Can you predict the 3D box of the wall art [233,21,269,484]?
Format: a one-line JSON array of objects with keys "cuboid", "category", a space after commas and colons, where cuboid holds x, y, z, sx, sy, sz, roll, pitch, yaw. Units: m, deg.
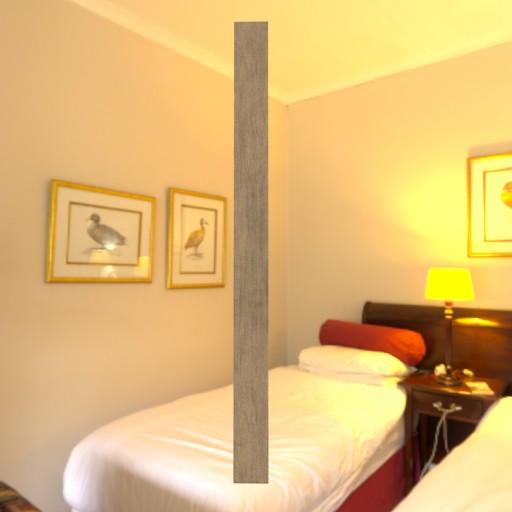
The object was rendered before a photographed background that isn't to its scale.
[{"cuboid": [0.000, 0.000, 0.741, 0.038, 0.508, 0.508, 0, -2, 1], "category": "wall art"}]
